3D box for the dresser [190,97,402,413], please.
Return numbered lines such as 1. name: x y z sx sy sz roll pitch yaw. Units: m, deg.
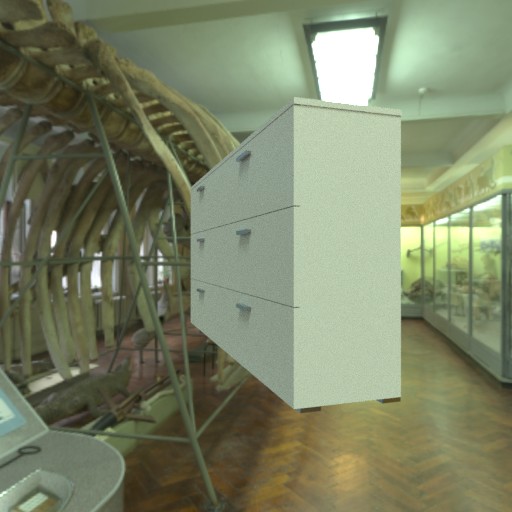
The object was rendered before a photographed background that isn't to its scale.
1. dresser: 0.000 0.000 1.878 0.333 0.790 1.535 0 0 -18
